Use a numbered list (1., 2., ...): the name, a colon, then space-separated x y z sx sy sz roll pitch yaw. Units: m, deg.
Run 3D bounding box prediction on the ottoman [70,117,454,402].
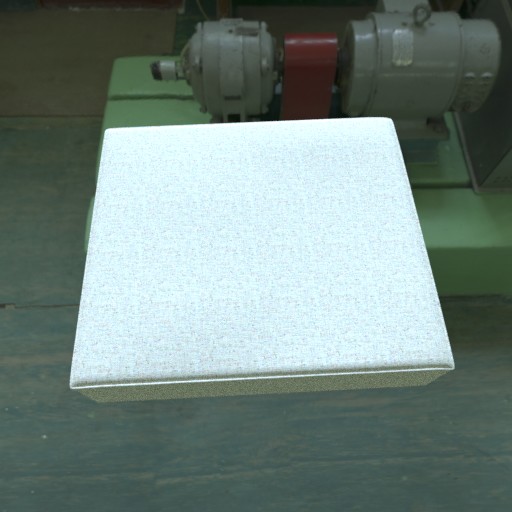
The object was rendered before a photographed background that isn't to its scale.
1. ottoman: 0.000 0.000 1.239 0.835 0.303 0.736 -3 63 -1
